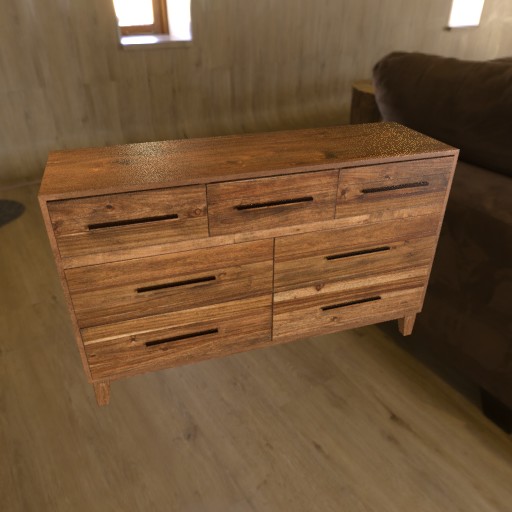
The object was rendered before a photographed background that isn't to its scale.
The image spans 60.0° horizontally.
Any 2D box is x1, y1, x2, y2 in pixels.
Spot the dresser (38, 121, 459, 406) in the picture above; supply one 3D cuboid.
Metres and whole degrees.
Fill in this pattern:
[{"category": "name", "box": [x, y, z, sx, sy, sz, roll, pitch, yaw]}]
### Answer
[{"category": "dresser", "box": [0.000, 0.000, 1.802, 1.400, 0.873, 0.446, -9, 32, -15]}]
